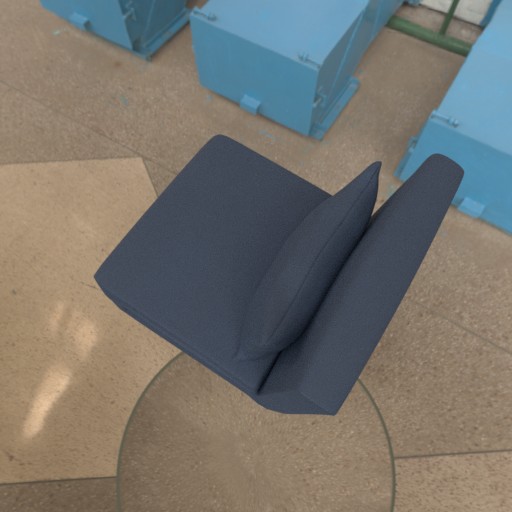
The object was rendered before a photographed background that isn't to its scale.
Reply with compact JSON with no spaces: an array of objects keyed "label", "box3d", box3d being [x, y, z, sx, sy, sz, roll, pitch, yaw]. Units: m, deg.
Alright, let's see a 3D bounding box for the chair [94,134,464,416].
[{"label":"chair","box3d":[0.000,0.000,1.516,0.900,0.808,0.770,30,69,13]}]
